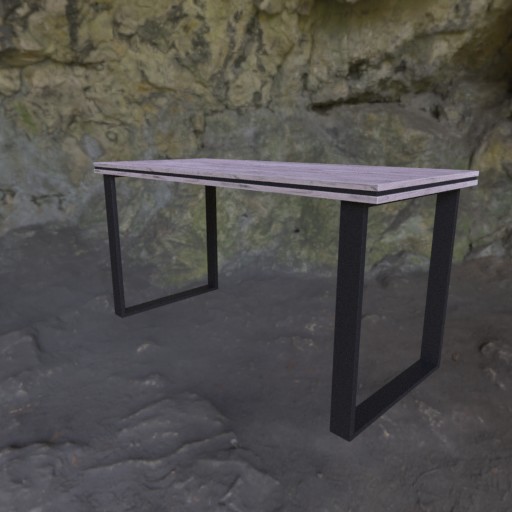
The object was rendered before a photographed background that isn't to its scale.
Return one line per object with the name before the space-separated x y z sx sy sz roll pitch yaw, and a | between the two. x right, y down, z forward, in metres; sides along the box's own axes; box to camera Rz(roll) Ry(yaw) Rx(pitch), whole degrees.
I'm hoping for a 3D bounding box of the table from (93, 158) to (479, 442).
table | 0.000 0.000 2.257 1.778 0.899 0.795 14 20 43
